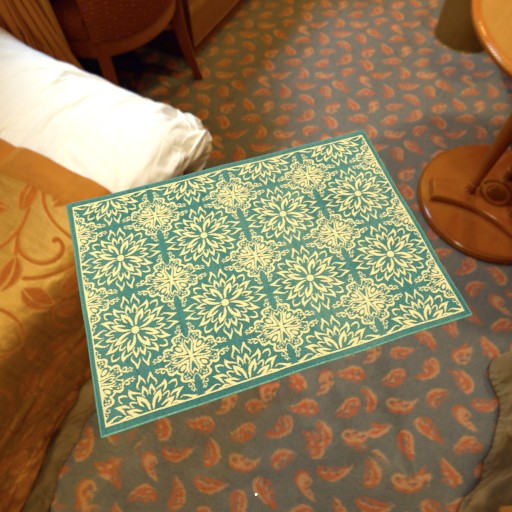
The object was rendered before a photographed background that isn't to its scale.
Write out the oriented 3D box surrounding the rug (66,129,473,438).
[{"bbox_3d":[0.000,0.000,2.820,2.205,0.012,1.554,-16,63,-8],"label":"rug"}]
